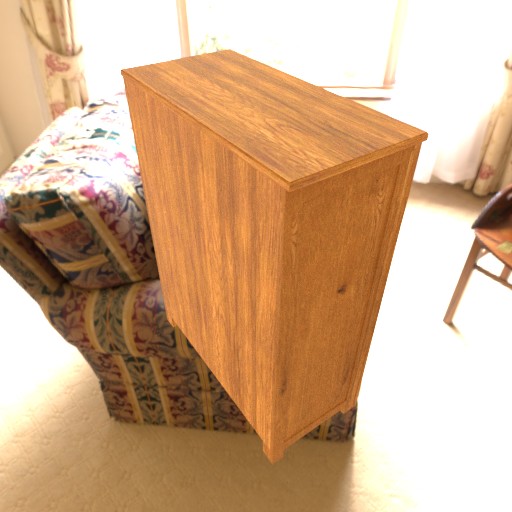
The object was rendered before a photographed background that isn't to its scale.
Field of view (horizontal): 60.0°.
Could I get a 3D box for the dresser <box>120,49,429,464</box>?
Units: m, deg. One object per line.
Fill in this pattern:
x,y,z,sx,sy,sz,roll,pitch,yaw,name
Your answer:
0.000,0.000,1.973,0.558,1.431,1.081,-24,45,-26,dresser
